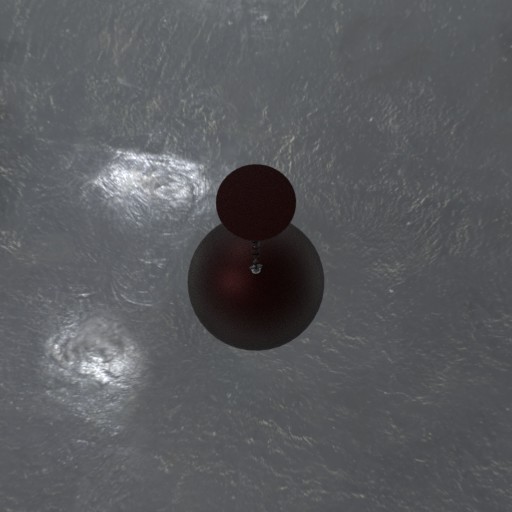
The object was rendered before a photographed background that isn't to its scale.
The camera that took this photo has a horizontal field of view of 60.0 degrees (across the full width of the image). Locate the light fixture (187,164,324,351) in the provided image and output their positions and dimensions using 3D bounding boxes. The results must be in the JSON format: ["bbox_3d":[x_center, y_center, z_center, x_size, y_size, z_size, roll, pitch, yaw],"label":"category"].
[{"bbox_3d":[0.000,0.000,1.185,0.492,0.869,0.492,-11,78,-2],"label":"light fixture"}]
